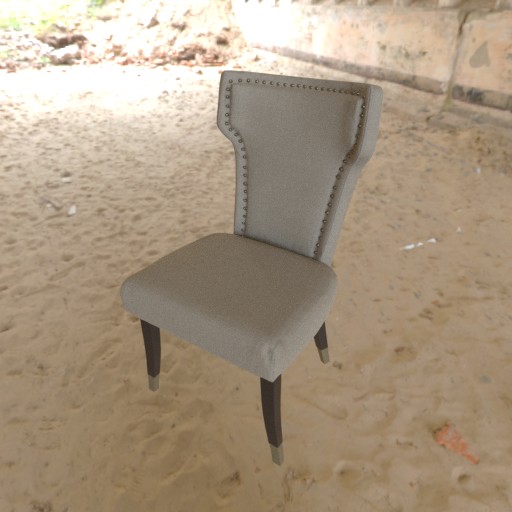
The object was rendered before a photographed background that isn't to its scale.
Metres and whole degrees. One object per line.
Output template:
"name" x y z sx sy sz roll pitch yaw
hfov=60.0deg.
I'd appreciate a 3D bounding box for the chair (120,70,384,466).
"chair" 0.000 0.000 1.321 0.526 0.955 0.630 19 35 28
